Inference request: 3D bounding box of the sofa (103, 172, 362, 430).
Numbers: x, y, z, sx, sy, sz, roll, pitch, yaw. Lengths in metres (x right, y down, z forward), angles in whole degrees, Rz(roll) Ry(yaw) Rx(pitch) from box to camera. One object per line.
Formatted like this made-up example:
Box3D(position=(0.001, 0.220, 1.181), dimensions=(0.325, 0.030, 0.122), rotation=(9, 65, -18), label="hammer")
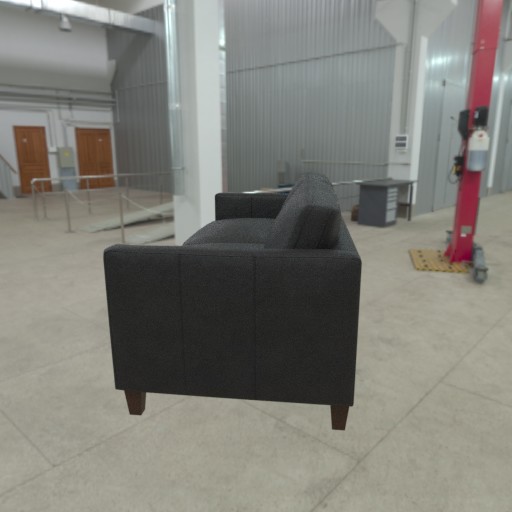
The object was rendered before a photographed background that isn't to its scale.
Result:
Box3D(position=(0.000, 0.000, 2.475), dimensions=(0.933, 0.863, 1.971), rotation=(2, 14, 7), label="sofa")
